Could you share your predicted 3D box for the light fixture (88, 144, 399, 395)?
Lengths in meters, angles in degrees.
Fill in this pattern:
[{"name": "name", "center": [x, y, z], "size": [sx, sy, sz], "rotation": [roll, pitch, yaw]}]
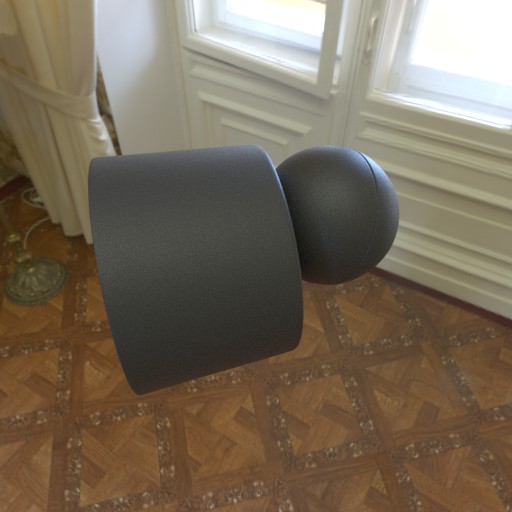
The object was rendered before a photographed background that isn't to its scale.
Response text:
[{"name": "light fixture", "center": [0.000, 0.000, 0.270], "size": [0.160, 0.143, 0.134], "rotation": [-11, 49, -9]}]
